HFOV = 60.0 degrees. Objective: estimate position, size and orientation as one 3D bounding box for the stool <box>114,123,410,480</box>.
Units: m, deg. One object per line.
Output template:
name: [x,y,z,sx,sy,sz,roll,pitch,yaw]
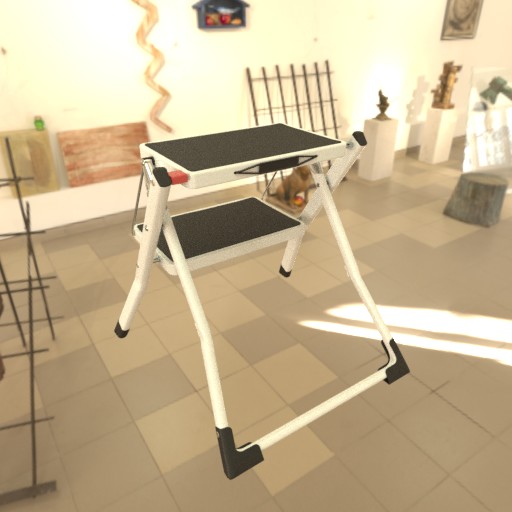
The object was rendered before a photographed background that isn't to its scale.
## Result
stool: [0.000,0.000,0.862,0.485,0.445,0.490,-18,34,-29]
